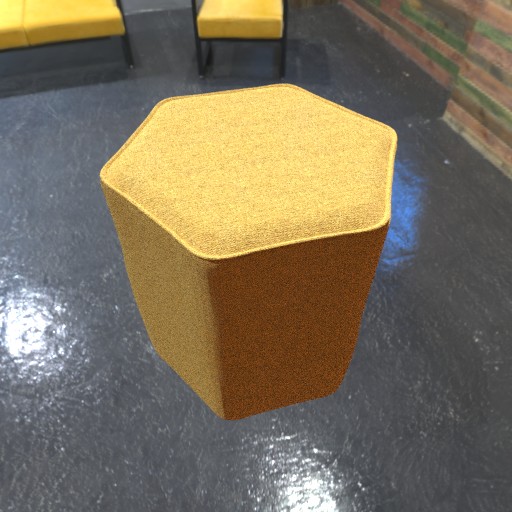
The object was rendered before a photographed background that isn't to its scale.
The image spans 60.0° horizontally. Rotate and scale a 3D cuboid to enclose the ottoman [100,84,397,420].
[{"bbox_3d":[0.000,0.000,0.879,0.494,0.502,0.443,-11,48,-10],"label":"ottoman"}]
